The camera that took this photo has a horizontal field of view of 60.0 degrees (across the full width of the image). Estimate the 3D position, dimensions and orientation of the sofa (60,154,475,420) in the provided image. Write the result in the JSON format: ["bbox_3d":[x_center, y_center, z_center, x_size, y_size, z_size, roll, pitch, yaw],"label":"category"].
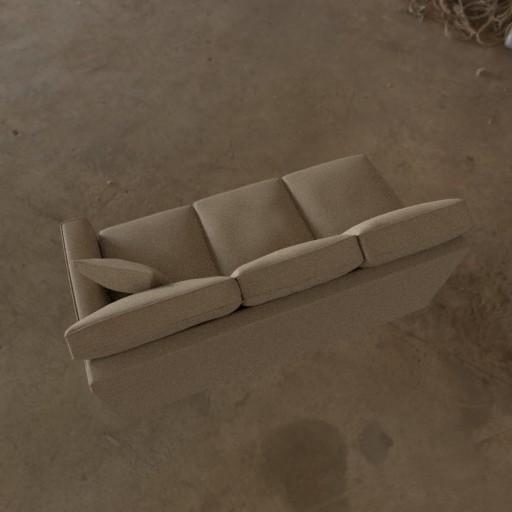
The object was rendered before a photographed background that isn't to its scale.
[{"bbox_3d":[0.000,0.000,2.531,1.963,0.946,1.034,-18,60,-11],"label":"sofa"}]
